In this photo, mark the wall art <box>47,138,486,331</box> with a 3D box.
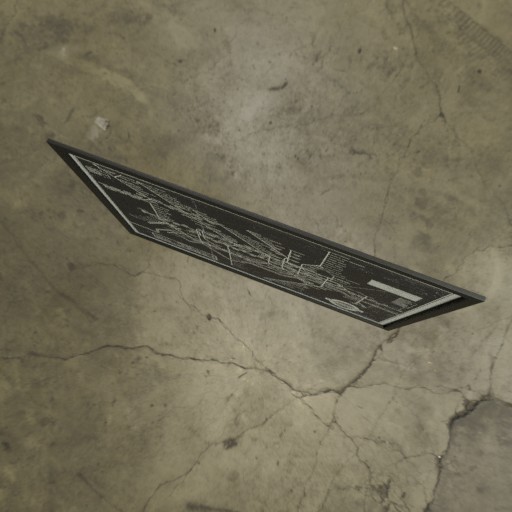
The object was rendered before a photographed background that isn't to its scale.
[{"bbox_3d":[0.000,0.000,1.519,1.192,0.811,0.013,20,76,5],"label":"wall art"}]
